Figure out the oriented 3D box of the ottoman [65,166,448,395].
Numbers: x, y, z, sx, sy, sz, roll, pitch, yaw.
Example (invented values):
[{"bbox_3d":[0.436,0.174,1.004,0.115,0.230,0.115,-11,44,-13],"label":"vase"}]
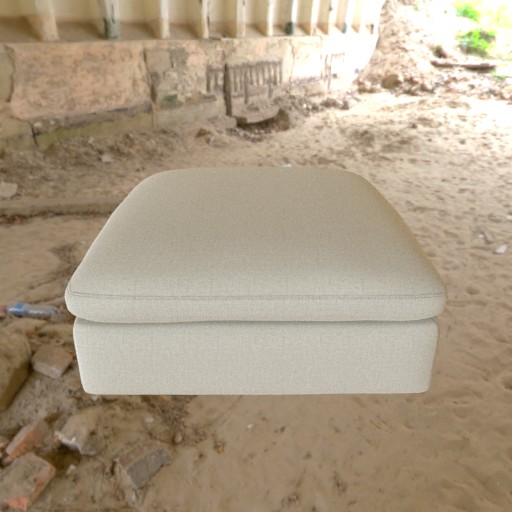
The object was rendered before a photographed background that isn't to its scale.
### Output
[{"bbox_3d":[0.000,0.000,1.544,0.977,0.467,0.996,0,27,0],"label":"ottoman"}]
